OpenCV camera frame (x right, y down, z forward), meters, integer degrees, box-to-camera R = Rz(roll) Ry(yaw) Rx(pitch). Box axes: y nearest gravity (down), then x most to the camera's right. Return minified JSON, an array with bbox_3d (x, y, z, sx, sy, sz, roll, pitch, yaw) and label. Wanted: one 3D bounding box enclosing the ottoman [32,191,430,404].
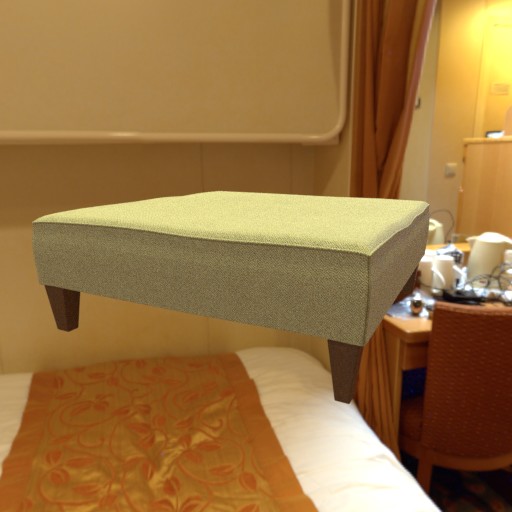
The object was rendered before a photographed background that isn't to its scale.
[{"bbox_3d":[0.000,0.000,1.522,1.004,0.379,0.968,7,15,27],"label":"ottoman"}]
